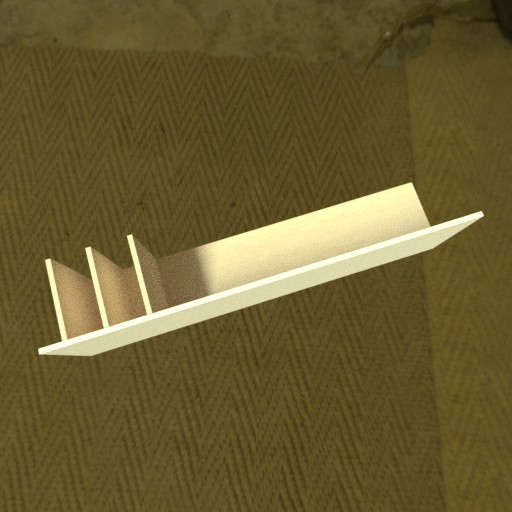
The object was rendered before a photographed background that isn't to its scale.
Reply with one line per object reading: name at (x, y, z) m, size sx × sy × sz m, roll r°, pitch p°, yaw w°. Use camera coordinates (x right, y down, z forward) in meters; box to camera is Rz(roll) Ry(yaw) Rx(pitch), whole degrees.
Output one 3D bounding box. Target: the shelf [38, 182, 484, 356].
shelf at (0.000, 0.000, 1.136) m, size 1.020 × 0.300 × 0.200 m, roll -17°, pitch 77°, yaw -4°
